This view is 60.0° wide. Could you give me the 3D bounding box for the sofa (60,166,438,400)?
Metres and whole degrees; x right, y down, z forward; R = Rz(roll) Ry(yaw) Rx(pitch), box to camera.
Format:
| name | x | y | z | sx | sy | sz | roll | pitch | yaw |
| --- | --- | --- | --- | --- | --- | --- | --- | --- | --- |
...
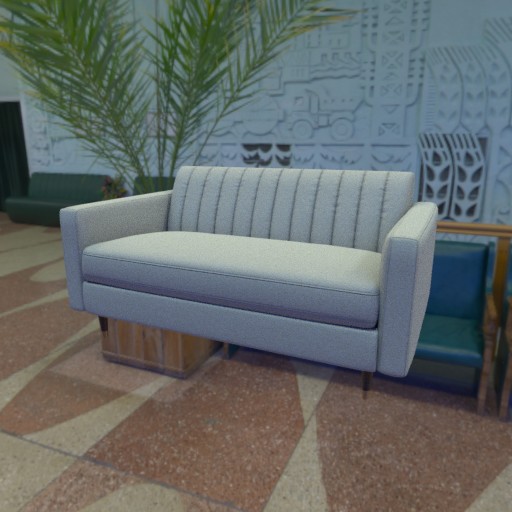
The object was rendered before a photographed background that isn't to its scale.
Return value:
| name | x | y | z | sx | sy | sz | roll | pitch | yaw |
| --- | --- | --- | --- | --- | --- | --- | --- | --- | --- |
| sofa | 0.000 | 0.000 | 2.171 | 1.585 | 0.801 | 0.950 | 7 | 16 | 24 |
